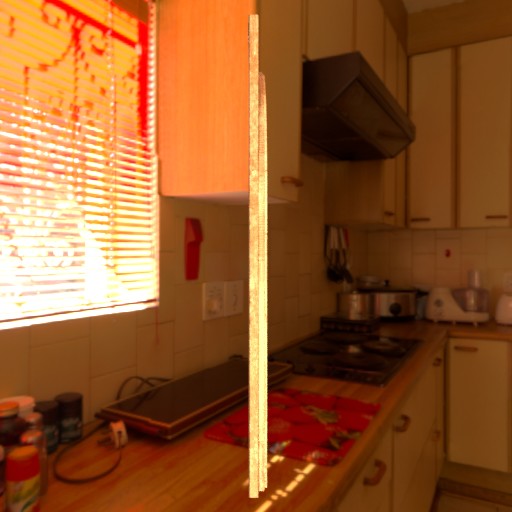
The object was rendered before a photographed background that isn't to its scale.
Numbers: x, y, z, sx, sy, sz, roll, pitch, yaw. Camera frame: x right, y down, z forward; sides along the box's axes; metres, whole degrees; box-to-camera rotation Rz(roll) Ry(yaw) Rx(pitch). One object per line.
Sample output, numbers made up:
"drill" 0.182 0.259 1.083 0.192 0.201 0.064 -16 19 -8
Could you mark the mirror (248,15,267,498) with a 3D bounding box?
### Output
"mirror" 0.000 0.000 0.968 0.058 0.787 0.495 0 0 -1
